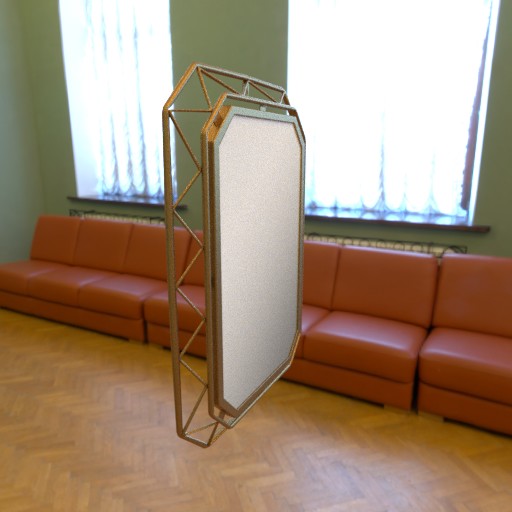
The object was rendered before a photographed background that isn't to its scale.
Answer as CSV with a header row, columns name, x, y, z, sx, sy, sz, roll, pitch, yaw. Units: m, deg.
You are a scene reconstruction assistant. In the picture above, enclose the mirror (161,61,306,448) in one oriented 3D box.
name,x,y,z,sx,sy,sz,roll,pitch,yaw
mirror,0.000,0.000,0.737,0.042,0.566,0.417,7,15,27
